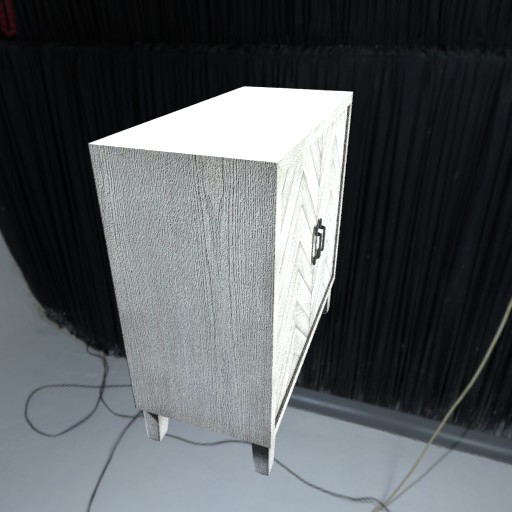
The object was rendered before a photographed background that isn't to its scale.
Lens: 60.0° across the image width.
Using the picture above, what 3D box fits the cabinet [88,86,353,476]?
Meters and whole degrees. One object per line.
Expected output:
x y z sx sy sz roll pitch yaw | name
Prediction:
0.000 0.000 1.248 0.370 0.787 0.781 9 30 17 | cabinet
